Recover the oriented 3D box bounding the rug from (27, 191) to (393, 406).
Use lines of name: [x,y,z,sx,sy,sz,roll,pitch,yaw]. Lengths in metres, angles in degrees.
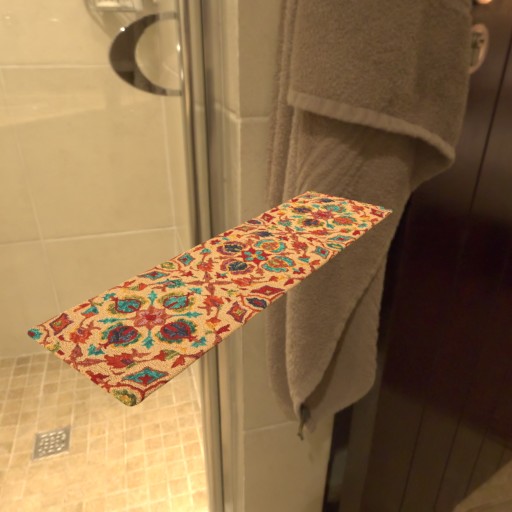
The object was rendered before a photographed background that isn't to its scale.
rug: [0.000,0.000,2.460,0.693,0.016,2.273,19,33,33]
